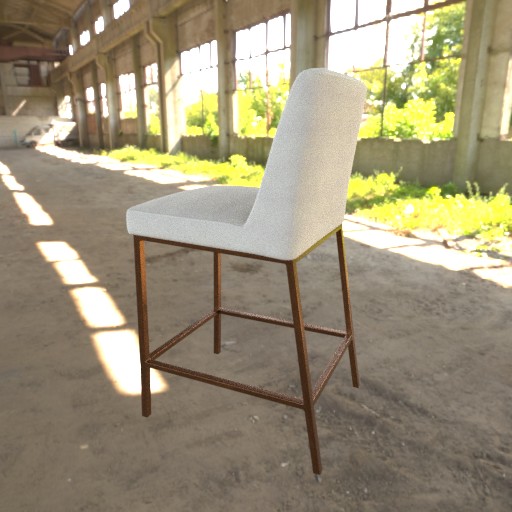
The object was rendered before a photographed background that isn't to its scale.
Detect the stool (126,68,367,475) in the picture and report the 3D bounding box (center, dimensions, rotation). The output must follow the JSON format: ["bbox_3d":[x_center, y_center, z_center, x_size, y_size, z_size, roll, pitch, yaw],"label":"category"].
[{"bbox_3d":[0.000,0.000,1.310,0.576,0.973,0.507,7,18,24],"label":"stool"}]
